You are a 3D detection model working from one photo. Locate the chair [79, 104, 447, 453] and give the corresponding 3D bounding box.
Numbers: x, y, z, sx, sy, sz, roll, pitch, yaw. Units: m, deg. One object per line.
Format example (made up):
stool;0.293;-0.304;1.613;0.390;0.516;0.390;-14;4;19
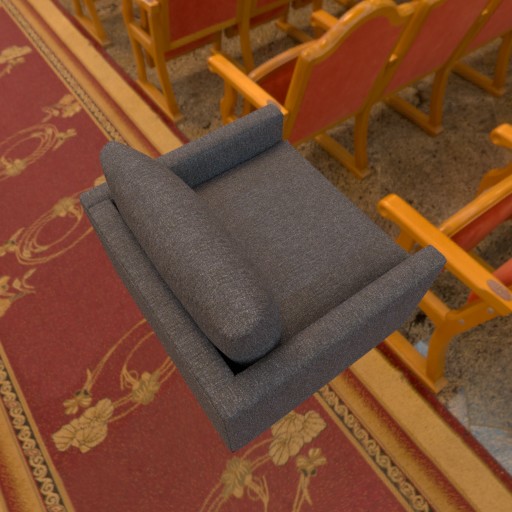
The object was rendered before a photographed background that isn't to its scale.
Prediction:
chair;0.000;0.000;1.623;0.866;0.861;0.963;-31;62;-18
